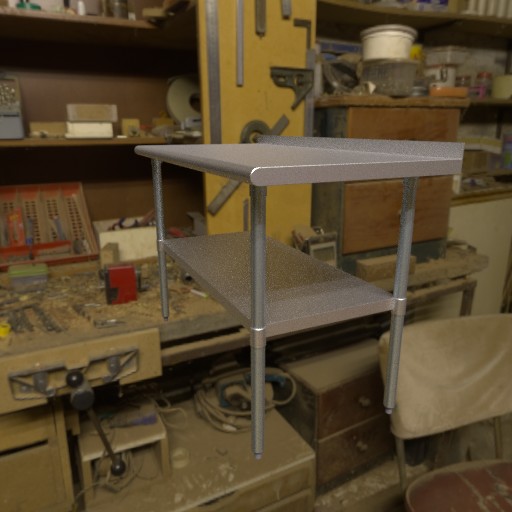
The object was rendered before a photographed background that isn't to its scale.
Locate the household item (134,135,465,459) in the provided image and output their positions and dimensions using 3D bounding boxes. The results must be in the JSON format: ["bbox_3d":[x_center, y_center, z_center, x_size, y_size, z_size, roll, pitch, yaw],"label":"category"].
[{"bbox_3d":[0.000,0.000,1.661,0.610,0.851,1.219,-8,18,-24],"label":"household item"}]
